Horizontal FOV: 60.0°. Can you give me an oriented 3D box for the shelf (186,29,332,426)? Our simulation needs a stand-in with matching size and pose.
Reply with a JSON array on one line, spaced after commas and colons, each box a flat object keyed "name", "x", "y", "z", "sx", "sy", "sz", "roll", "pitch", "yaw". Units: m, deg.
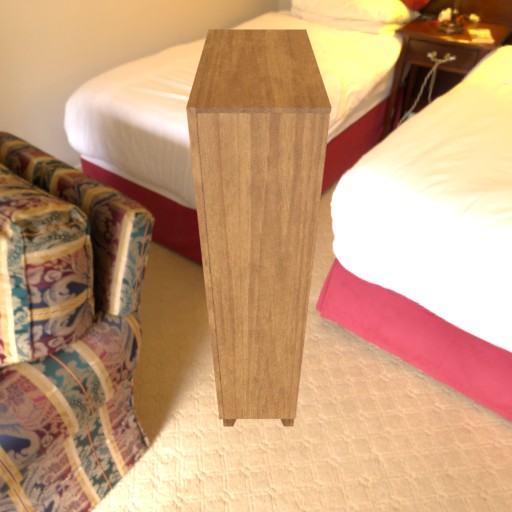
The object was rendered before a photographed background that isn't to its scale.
[{"name": "shelf", "x": 0.000, "y": 0.000, "z": 2.287, "sx": 0.453, "sy": 1.930, "sz": 0.864, "roll": 0, "pitch": 41, "yaw": 0}]
